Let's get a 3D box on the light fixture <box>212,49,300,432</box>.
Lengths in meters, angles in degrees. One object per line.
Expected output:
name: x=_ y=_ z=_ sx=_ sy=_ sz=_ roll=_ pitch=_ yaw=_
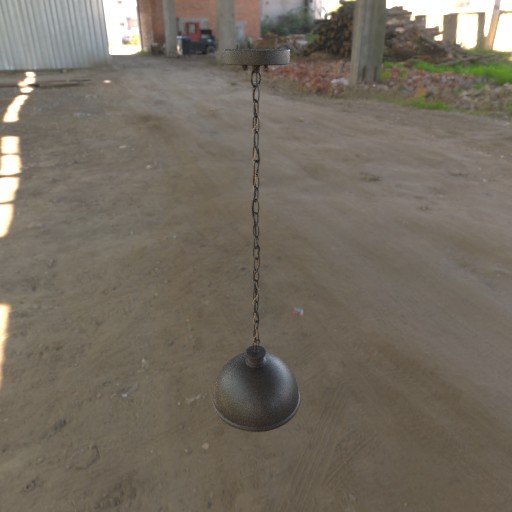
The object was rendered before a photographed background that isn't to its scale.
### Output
light fixture: x=0.000 y=0.000 z=1.291 sx=0.304 sy=1.090 sz=0.304 roll=16 pitch=31 yaw=30
